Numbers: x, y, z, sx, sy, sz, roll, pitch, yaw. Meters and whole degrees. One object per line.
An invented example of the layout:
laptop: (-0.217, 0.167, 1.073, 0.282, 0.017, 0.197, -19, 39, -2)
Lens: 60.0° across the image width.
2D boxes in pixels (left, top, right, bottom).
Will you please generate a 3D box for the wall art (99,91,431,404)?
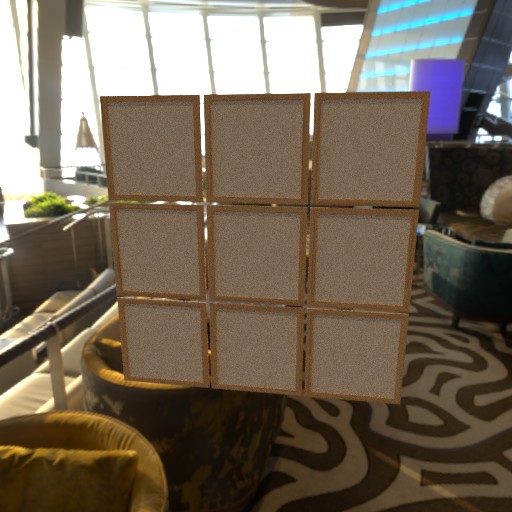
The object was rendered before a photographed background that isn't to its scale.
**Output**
wall art: (0.000, 0.000, 2.222, 1.519, 1.534, 0.013, 2, 15, 8)
